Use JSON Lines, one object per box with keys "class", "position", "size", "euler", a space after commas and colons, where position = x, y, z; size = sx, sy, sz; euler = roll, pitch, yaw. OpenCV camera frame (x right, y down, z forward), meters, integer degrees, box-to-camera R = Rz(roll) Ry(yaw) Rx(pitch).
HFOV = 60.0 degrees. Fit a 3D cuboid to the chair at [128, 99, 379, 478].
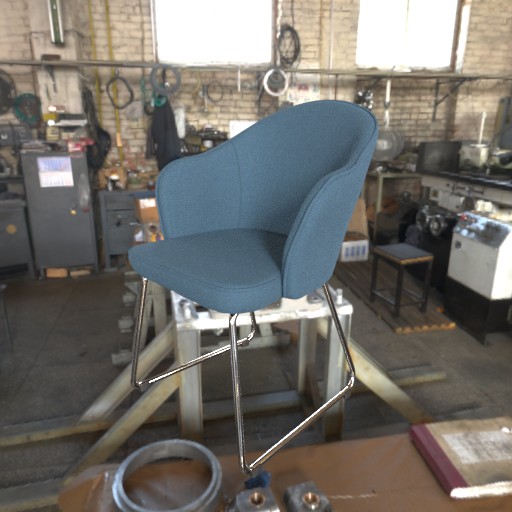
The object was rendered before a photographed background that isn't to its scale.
{"class": "chair", "position": [0.000, 0.000, 1.199], "size": [0.570, 0.815, 0.585], "euler": [16, 23, 43]}
